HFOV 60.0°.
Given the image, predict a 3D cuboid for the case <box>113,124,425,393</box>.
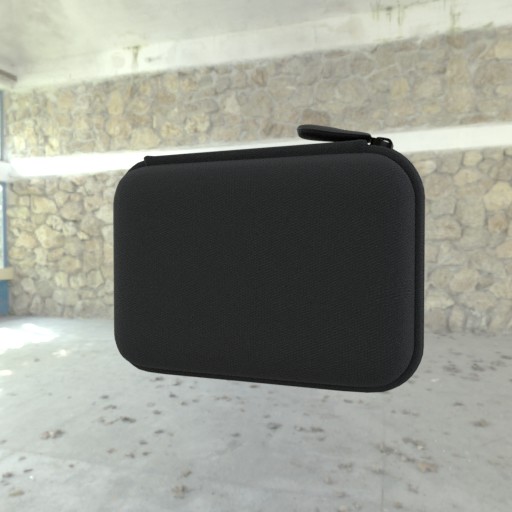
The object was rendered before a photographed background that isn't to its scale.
[{"bbox_3d":[0.000,0.000,0.185,0.132,0.105,0.038,0,1,17],"label":"case"}]
